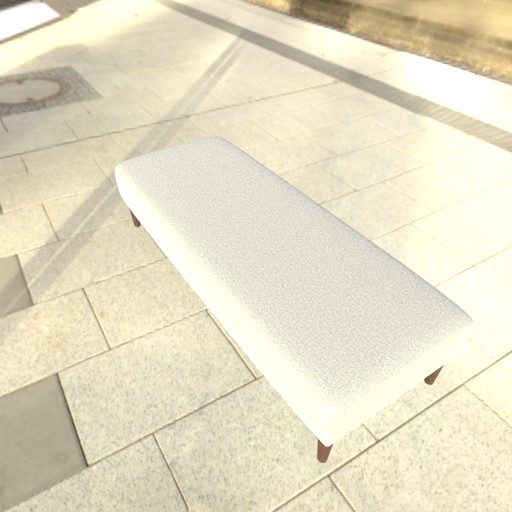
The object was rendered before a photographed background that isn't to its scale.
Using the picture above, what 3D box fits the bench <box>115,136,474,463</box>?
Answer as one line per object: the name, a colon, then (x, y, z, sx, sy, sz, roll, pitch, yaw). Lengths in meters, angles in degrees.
bench: (0.000, 0.000, 1.859, 0.631, 0.383, 1.598, -23, 45, -25)
